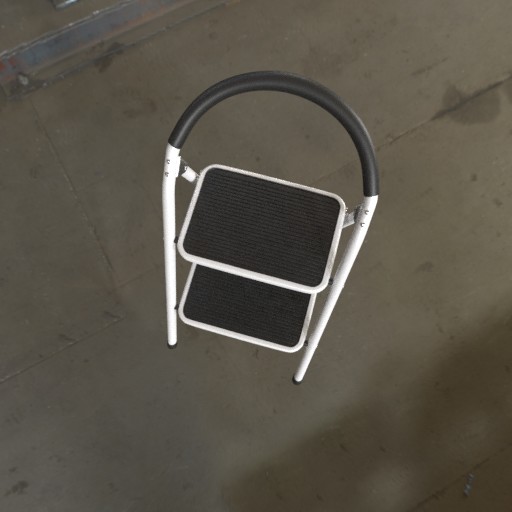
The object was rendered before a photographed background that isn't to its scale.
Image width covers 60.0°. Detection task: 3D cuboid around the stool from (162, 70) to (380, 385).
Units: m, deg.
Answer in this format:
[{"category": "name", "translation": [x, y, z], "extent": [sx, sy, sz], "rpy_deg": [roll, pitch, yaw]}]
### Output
[{"category": "stool", "translation": [0.000, 0.000, 1.129], "extent": [0.453, 0.760, 0.559], "rpy_deg": [15, 76, 4]}]
